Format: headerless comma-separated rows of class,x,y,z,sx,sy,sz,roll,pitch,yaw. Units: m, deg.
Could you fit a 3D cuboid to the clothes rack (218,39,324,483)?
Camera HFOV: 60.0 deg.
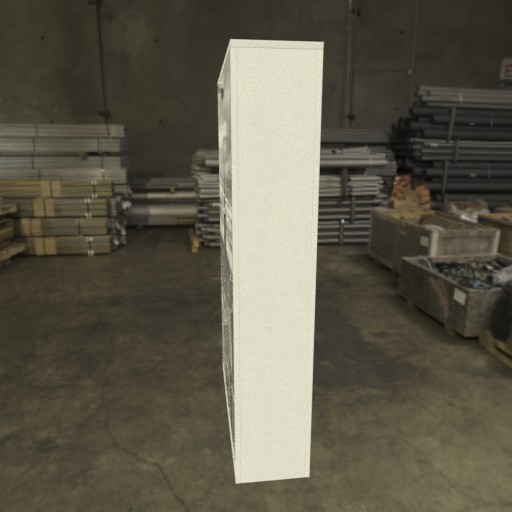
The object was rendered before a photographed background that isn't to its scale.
clothes rack,0.000,0.000,1.612,0.250,1.280,0.750,-2,14,-7
